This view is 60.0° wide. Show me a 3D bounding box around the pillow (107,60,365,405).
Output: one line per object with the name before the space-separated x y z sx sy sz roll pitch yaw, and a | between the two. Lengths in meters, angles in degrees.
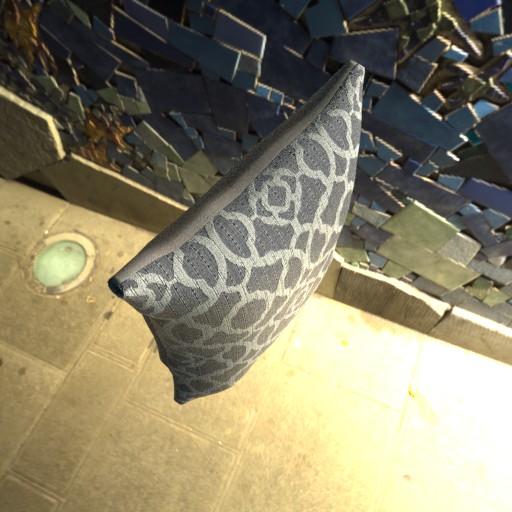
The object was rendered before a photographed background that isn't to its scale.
pillow | 0.000 0.000 0.788 0.215 0.498 0.508 34 64 19
